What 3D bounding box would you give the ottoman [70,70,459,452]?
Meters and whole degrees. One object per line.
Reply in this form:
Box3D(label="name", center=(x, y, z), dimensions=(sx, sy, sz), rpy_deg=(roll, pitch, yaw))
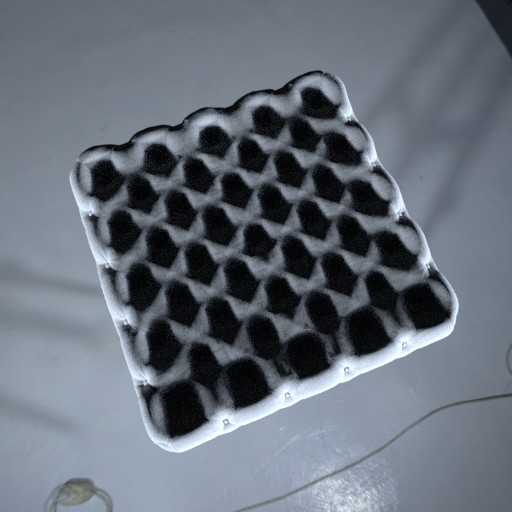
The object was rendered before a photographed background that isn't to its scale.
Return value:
Box3D(label="ottoman", center=(0.000, 0.000, 1.184), dimensions=(0.758, 0.365, 0.764), rpy_deg=(-21, 75, -6))
